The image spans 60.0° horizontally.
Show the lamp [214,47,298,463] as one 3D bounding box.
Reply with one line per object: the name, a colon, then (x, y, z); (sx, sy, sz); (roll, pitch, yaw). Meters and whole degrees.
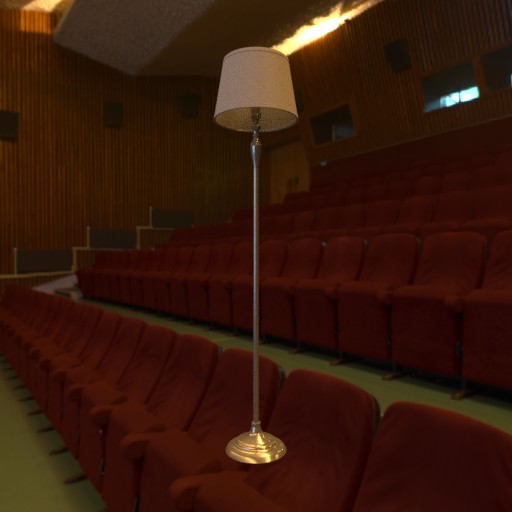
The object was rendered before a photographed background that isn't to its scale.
lamp: (0.000, 0.000, 1.724); (0.327, 1.506, 0.327); (0, 0, -36)
